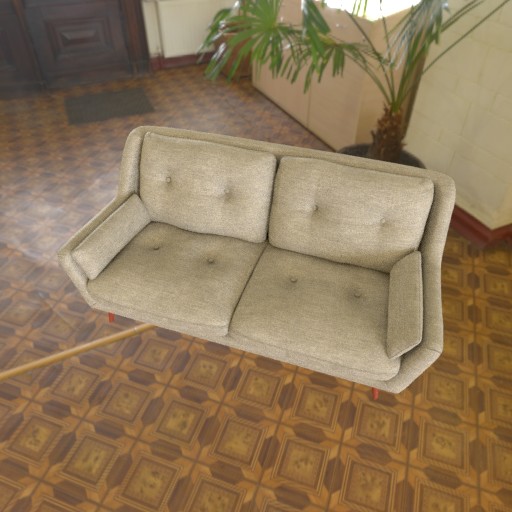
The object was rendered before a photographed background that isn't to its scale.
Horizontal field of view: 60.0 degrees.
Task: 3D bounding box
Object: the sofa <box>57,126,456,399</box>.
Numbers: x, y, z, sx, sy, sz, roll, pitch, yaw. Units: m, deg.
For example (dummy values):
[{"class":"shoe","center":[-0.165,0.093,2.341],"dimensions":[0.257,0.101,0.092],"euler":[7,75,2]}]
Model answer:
[{"class":"sofa","center":[0.000,0.000,2.430],"dimensions":[1.930,0.897,0.976],"euler":[13,43,14]}]
